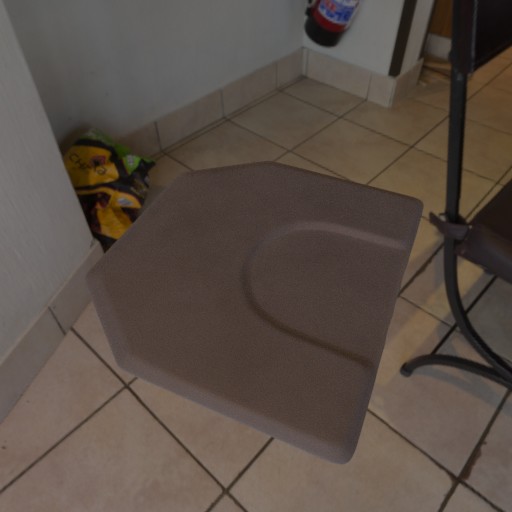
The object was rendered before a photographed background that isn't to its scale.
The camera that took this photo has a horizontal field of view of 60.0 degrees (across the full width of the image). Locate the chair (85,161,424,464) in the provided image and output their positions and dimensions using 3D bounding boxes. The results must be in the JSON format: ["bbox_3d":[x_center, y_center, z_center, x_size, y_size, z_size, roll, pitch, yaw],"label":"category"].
[{"bbox_3d":[0.000,0.000,1.913,1.219,0.024,1.372,18,49,16],"label":"chair"}]
